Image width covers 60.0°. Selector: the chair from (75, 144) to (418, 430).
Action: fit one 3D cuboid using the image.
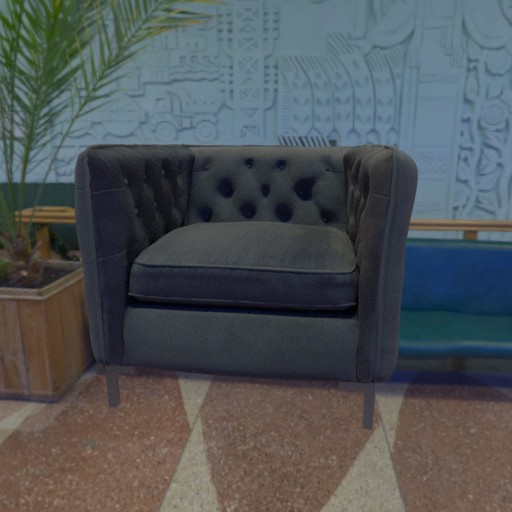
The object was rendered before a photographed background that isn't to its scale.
[{"bbox_3d":[0.000,0.000,1.645,0.946,0.807,0.913,2,14,8],"label":"chair"}]
